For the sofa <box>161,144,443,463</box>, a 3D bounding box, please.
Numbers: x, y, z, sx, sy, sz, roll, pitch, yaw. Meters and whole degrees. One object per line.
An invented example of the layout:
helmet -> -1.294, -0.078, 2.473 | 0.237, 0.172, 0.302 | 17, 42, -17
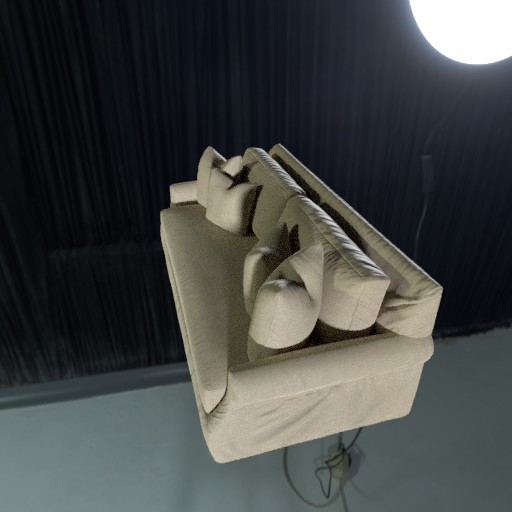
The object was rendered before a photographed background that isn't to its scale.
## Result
sofa -> 0.000, 0.000, 2.818 | 1.067, 0.904, 2.285 | -8, 32, -14
